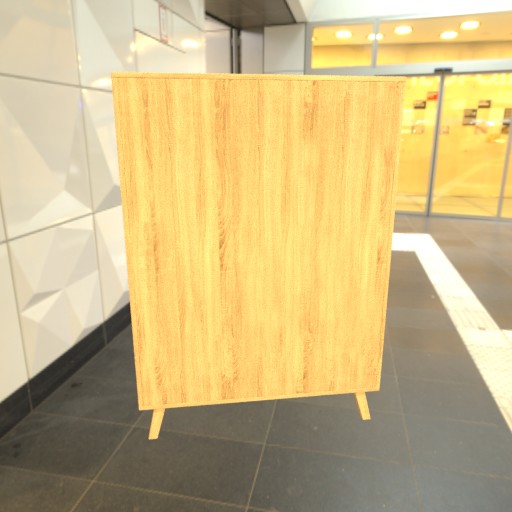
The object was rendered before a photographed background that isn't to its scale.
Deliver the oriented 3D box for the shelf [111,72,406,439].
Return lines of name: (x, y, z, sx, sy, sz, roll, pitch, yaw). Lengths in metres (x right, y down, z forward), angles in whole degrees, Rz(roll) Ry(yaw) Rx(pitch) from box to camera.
shelf: (0.000, 0.000, 1.887, 1.000, 1.390, 0.450, -2, 16, -8)
